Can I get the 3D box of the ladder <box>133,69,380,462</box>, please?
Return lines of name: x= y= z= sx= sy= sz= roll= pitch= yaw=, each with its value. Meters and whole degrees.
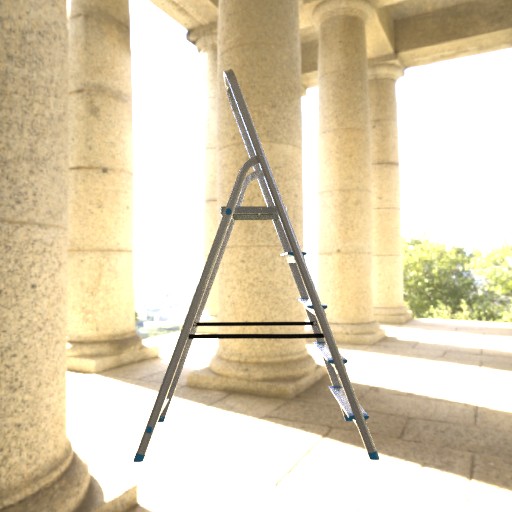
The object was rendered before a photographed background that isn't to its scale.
ladder: x=0.000 y=0.000 z=2.018 sx=0.990 sy=1.648 sz=0.468 roll=0 pitch=-1 yaw=-1
